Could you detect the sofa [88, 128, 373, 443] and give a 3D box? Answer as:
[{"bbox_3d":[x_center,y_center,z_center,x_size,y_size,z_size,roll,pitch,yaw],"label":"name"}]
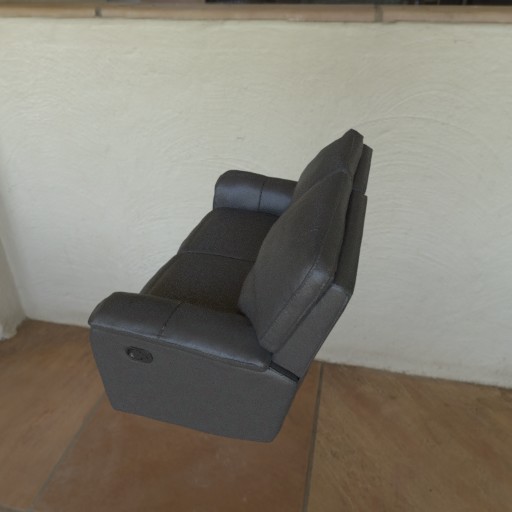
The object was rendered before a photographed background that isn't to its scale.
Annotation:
[{"bbox_3d":[0.000,0.000,2.442,1.104,1.111,1.765,8,32,13],"label":"sofa"}]
